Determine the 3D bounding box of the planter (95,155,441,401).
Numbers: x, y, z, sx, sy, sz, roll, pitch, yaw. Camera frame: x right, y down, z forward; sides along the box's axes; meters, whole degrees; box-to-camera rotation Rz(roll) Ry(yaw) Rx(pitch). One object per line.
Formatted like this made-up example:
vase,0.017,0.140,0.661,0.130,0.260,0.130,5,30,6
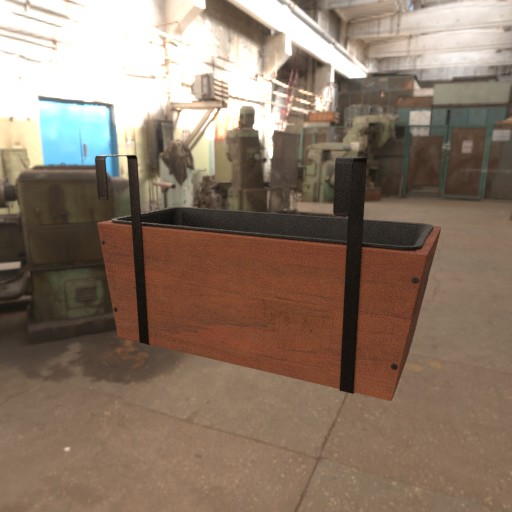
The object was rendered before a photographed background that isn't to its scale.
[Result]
planter,0.000,0.000,0.651,0.480,0.289,0.262,7,15,25
